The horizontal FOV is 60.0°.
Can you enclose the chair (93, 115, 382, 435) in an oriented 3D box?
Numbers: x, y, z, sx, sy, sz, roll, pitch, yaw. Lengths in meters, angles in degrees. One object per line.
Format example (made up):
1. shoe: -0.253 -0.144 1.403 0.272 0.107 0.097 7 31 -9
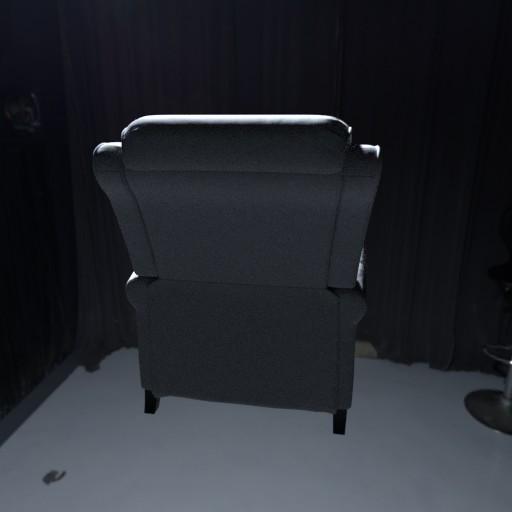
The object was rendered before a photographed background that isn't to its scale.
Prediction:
1. chair: 0.000 0.000 1.730 0.859 1.046 0.919 3 18 9
